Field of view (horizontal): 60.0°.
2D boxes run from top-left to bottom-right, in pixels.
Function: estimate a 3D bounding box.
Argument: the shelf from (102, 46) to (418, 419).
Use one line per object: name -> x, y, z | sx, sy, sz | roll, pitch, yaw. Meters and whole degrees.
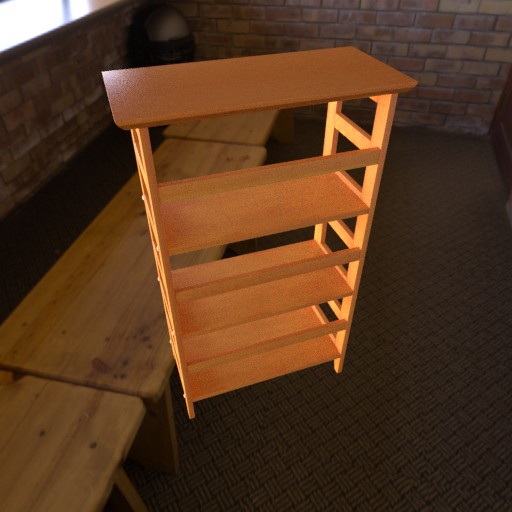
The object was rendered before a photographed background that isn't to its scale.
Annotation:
shelf -> 0.000, 0.000, 1.354 | 0.660, 1.067, 0.305 | -13, 41, -15
